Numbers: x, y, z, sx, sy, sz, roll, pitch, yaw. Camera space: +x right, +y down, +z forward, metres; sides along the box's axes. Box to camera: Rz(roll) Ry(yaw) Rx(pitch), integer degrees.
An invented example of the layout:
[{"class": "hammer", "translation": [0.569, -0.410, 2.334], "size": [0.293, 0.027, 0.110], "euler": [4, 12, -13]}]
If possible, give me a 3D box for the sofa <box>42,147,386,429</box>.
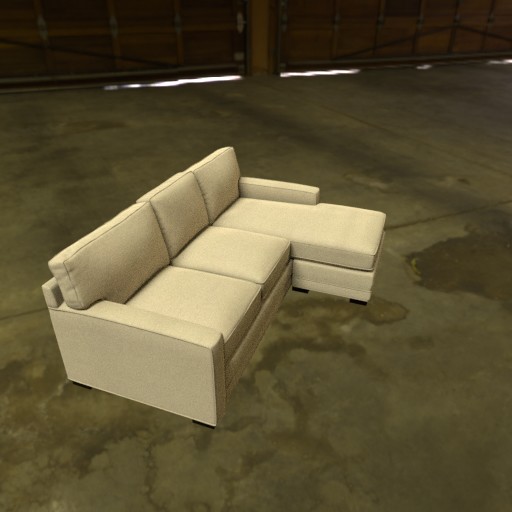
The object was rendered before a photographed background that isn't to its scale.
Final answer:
[{"class": "sofa", "translation": [0.000, 0.000, 2.919], "size": [1.496, 0.861, 2.087], "euler": [11, 32, 18]}]
